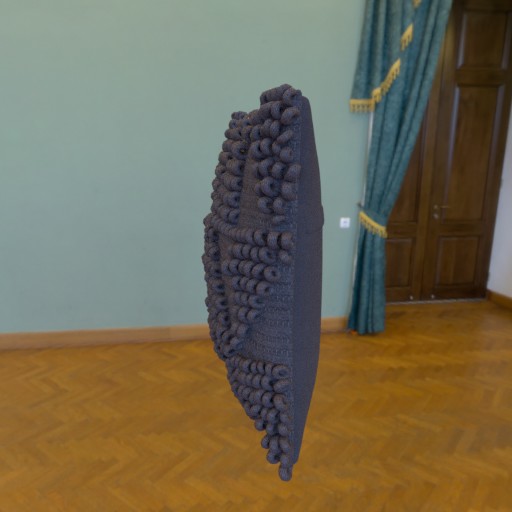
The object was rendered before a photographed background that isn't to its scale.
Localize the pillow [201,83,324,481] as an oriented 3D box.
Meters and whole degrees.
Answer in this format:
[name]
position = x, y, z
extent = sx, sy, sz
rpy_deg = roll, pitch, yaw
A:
[pillow]
position = 0.000, 0.000, 0.708
extent = 0.172, 0.467, 0.470
rpy_deg = -2, 14, -8
